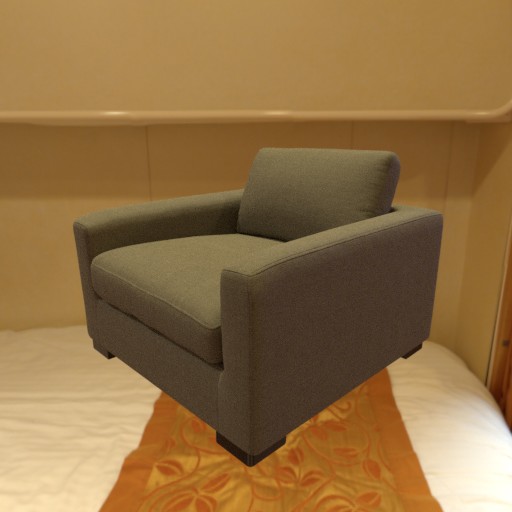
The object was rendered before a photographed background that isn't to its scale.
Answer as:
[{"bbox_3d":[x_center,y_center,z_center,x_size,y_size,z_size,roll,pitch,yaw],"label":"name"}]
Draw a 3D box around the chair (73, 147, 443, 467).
[{"bbox_3d":[0.000,0.000,1.835,1.100,0.847,1.070,-15,21,-42],"label":"chair"}]
